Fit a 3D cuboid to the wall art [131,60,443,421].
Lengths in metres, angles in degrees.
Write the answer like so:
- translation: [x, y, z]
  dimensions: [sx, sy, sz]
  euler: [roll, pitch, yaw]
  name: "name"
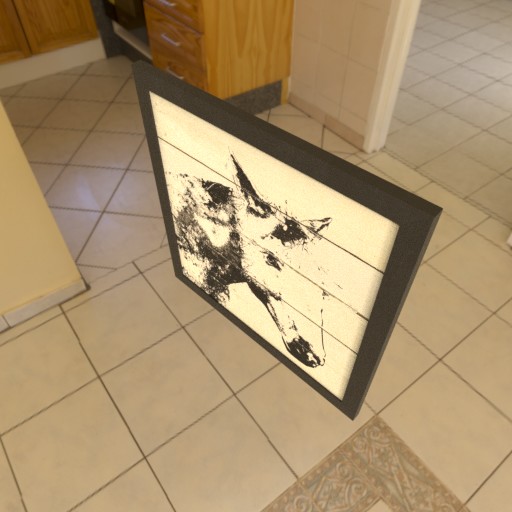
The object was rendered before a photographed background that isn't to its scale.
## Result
- translation: [0.000, 0.000, 1.506]
  dimensions: [1.016, 1.016, 0.038]
  euler: [35, 56, 28]
  name: "wall art"
